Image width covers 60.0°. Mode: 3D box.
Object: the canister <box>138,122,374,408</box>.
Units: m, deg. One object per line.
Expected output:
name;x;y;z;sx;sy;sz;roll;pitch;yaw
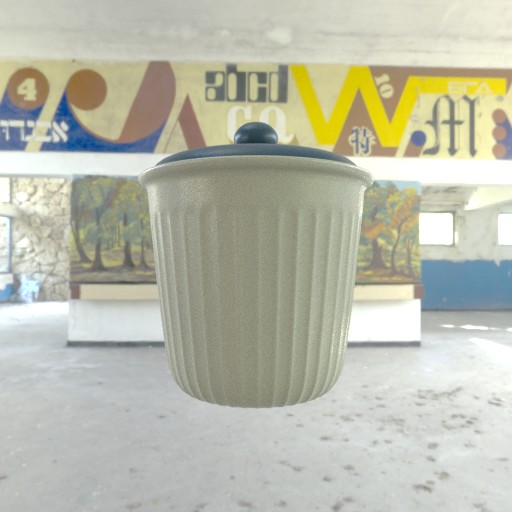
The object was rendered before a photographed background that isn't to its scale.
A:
canister;0.000;0.000;0.352;0.181;0.211;0.181;0;0;0
